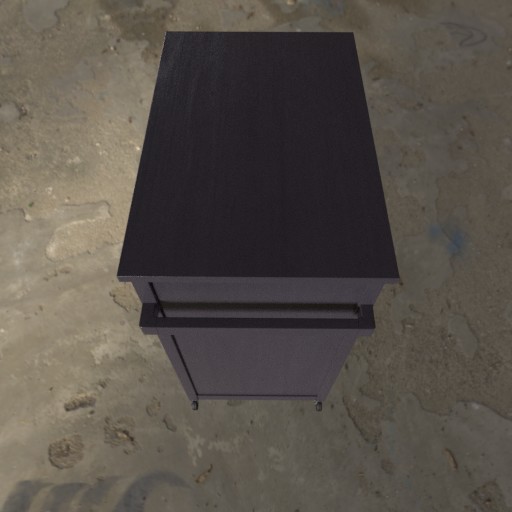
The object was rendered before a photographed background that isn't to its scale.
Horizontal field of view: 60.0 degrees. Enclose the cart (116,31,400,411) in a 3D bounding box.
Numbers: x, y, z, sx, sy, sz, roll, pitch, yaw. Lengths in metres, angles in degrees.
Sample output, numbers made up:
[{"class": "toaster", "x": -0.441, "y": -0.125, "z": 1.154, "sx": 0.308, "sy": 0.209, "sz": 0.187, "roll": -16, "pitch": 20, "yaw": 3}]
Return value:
[{"class": "cart", "x": 0.000, "y": 0.000, "z": 1.223, "sx": 0.449, "sy": 0.878, "sz": 0.690, "roll": 0, "pitch": 58, "yaw": 0}]
